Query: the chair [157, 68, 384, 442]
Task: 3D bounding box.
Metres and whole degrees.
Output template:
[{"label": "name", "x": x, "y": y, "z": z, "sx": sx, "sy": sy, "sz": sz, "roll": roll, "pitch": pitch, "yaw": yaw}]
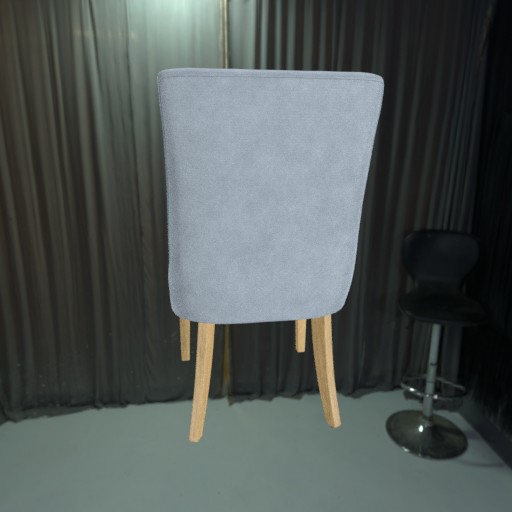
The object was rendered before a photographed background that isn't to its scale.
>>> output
[{"label": "chair", "x": 0.000, "y": 0.000, "z": 1.249, "sx": 0.495, "sy": 0.902, "sz": 0.610, "roll": -2, "pitch": 15, "yaw": -9}]
